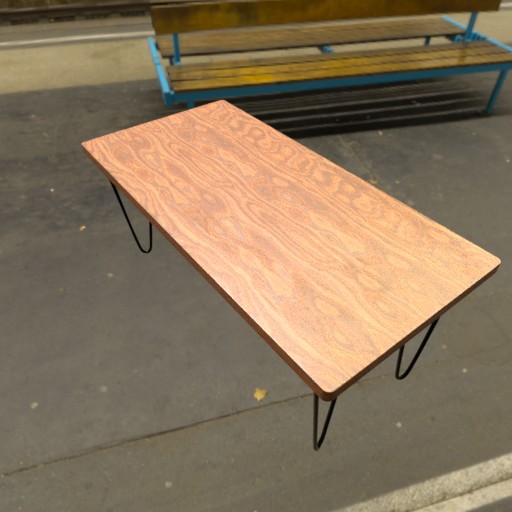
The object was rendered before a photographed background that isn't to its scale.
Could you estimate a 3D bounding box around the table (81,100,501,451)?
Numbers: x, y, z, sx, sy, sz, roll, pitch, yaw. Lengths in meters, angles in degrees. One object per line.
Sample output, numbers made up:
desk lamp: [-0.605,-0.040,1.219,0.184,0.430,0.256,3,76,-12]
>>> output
table: [0.000,0.000,2.181,0.883,0.753,1.791,-27,49,-27]
